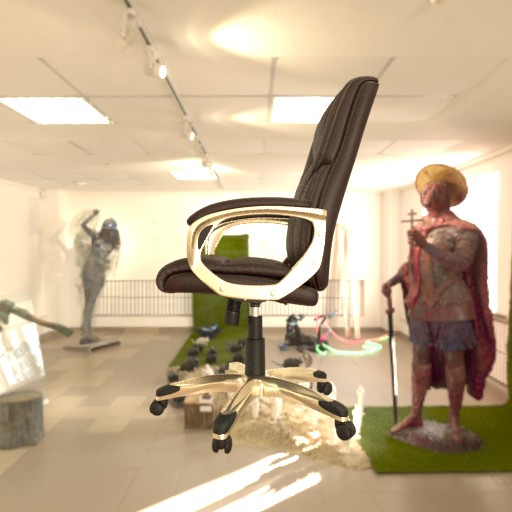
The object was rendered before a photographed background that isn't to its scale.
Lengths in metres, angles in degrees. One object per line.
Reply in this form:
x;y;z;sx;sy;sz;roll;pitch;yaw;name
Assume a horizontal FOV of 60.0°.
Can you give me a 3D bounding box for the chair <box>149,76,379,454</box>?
0.000;0.000;1.544;0.739;1.107;0.662;0;1;-1;chair
